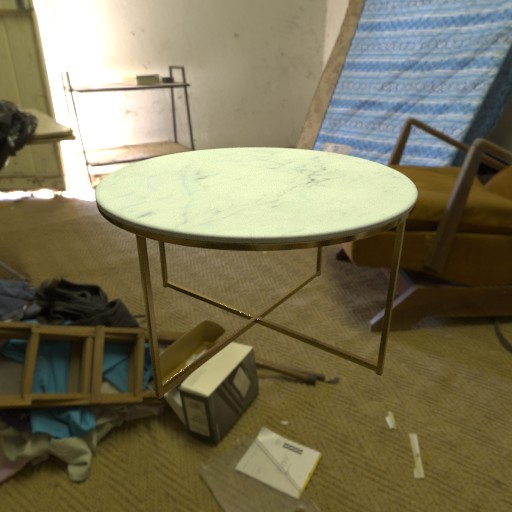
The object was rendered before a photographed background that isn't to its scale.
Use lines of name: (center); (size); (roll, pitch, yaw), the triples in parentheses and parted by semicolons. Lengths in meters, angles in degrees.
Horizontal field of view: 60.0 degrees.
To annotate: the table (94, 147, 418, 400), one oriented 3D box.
table: (0.000, 0.000, 1.247); (0.800, 0.450, 0.800); (0, 25, 0)
